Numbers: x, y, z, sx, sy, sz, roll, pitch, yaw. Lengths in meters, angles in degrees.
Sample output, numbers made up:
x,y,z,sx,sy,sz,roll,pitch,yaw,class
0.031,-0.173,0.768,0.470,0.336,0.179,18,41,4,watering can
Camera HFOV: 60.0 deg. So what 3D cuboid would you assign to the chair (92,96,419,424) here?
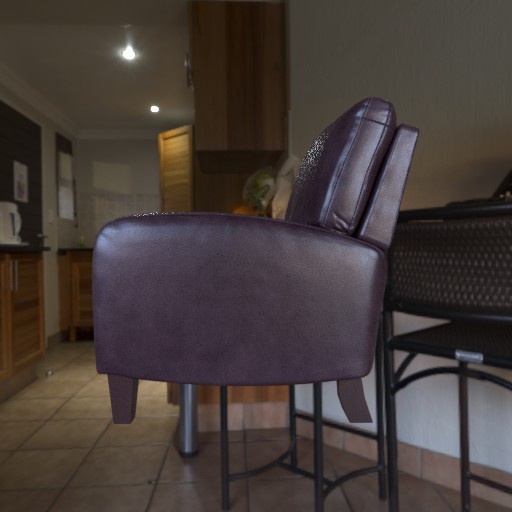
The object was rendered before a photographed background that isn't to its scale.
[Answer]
x,y,z,sx,sy,sz,roll,pitch,yaw,class
0.000,0.000,1.643,0.990,0.990,0.762,0,2,-1,chair
